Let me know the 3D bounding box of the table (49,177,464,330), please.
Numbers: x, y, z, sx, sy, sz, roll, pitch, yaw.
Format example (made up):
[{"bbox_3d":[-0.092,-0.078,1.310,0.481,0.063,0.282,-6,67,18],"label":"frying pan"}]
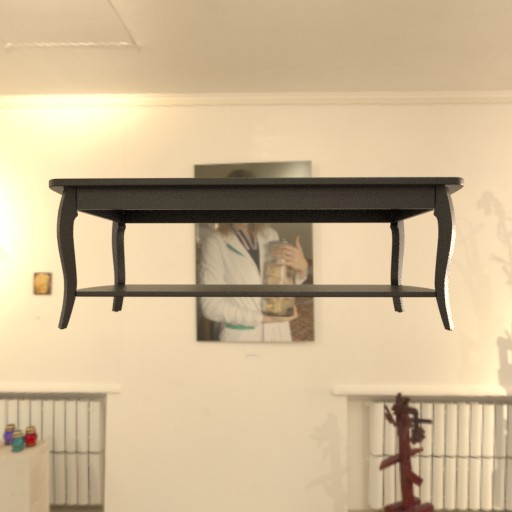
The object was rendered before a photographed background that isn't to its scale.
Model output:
[{"bbox_3d":[0.000,0.000,1.598,1.333,0.457,0.571,0,-1,1],"label":"table"}]
